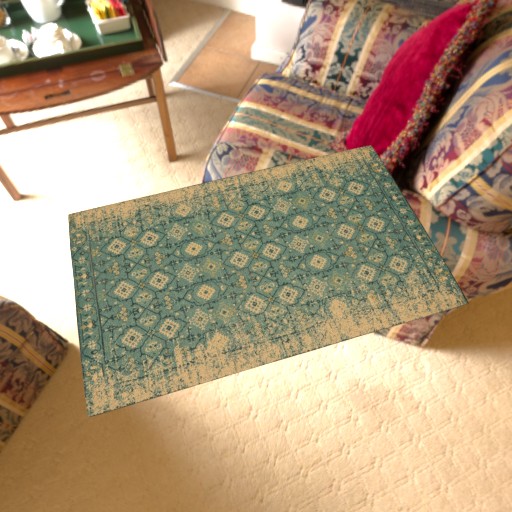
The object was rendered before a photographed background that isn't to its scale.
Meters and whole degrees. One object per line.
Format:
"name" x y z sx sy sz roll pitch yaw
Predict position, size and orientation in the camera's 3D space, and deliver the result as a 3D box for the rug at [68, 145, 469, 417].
"rug" 0.000 0.000 2.243 1.795 0.008 1.102 -14 59 -9
